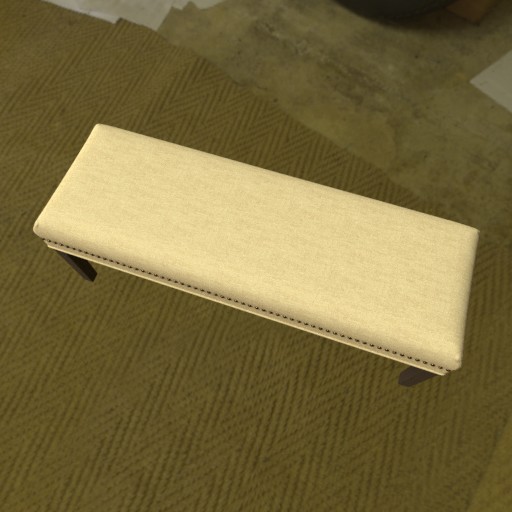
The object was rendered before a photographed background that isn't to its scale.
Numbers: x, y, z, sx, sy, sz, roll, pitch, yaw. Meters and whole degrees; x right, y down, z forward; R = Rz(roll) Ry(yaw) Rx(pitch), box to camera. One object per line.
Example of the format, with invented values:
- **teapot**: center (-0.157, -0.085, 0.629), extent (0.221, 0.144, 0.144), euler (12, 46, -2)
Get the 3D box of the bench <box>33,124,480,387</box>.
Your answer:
- **bench**: center (0.000, 0.000, 1.419), extent (1.219, 0.457, 0.410), euler (17, 66, 8)
